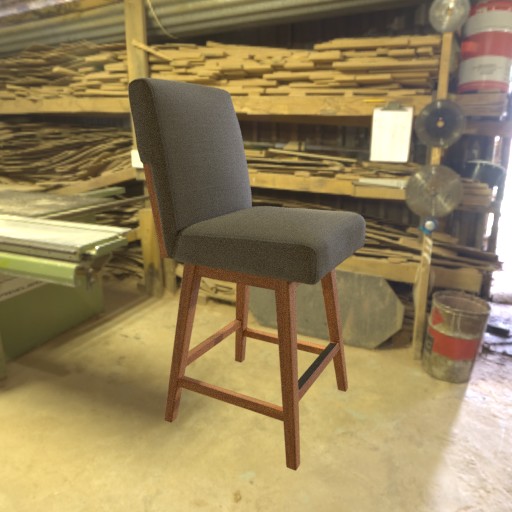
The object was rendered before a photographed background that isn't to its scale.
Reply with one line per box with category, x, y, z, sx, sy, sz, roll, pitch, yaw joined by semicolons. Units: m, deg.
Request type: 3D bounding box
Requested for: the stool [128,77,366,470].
stool;0.000;0.000;1.358;0.570;1.019;0.459;8;18;28
